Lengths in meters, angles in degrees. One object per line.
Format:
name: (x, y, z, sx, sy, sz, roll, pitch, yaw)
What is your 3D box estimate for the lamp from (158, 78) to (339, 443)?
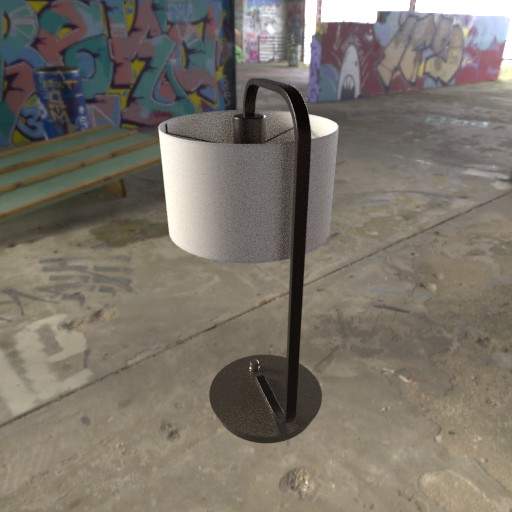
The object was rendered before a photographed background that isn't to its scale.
lamp: (0.000, 0.000, 0.631, 0.230, 0.473, 0.288, -9, 28, -17)
